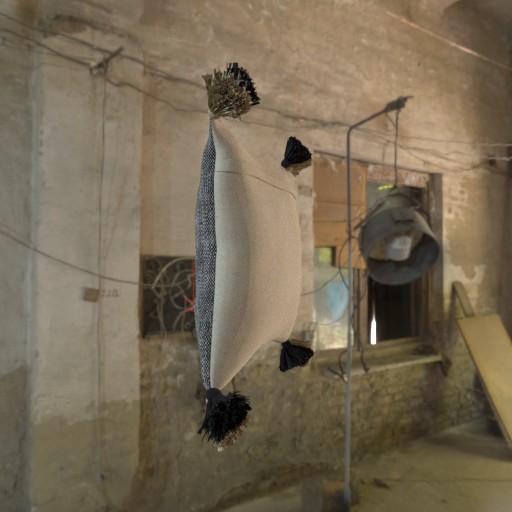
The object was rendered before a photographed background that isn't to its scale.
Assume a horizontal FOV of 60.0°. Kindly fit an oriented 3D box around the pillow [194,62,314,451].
[{"bbox_3d":[0.000,0.000,0.983,0.170,0.659,0.654,0,-1,19],"label":"pillow"}]
